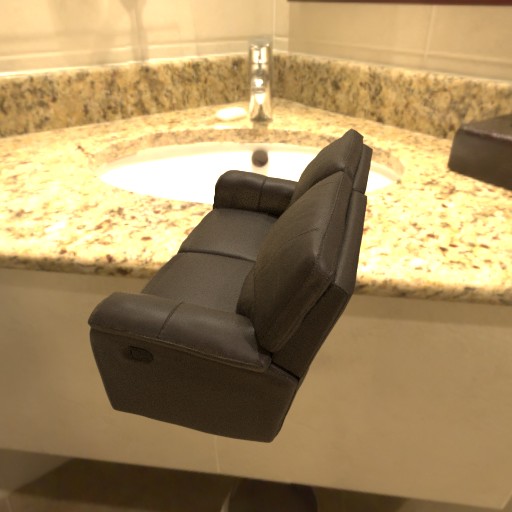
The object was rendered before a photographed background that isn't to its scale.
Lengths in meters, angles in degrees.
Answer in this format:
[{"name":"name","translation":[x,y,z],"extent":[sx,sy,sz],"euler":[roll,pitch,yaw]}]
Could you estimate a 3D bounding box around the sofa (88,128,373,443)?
[{"name":"sofa","translation":[0.000,0.000,2.442],"extent":[1.104,1.111,1.765],"euler":[8,32,13]}]
